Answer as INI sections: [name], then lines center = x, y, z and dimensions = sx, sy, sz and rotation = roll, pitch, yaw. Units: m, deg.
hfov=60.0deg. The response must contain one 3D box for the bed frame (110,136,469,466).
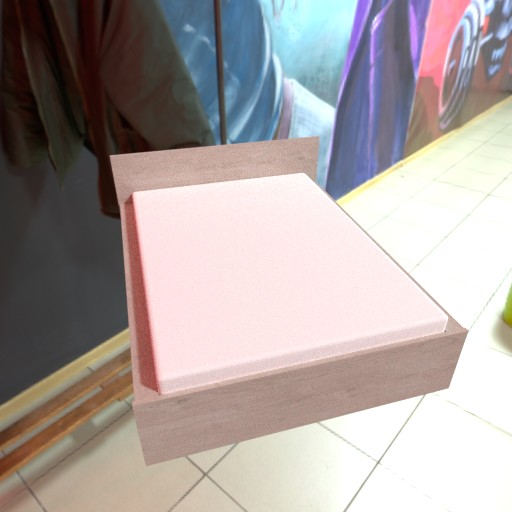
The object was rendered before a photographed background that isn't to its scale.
[bed frame]
center = 0.000, 0.000, 2.803
dimensions = 1.622, 0.800, 1.960
rotation = -9, 34, -14
